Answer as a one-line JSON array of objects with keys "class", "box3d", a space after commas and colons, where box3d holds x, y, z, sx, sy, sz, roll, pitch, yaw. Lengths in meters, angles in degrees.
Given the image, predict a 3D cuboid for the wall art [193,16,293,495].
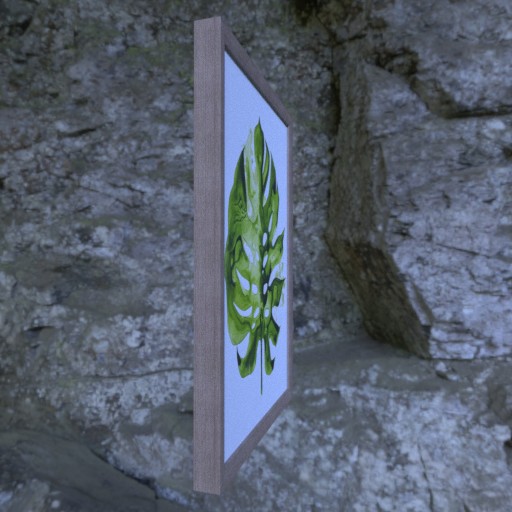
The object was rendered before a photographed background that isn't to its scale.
[{"class": "wall art", "box3d": [0.000, 0.000, 0.644, 0.031, 0.509, 0.356, 0, -1, 17]}]
